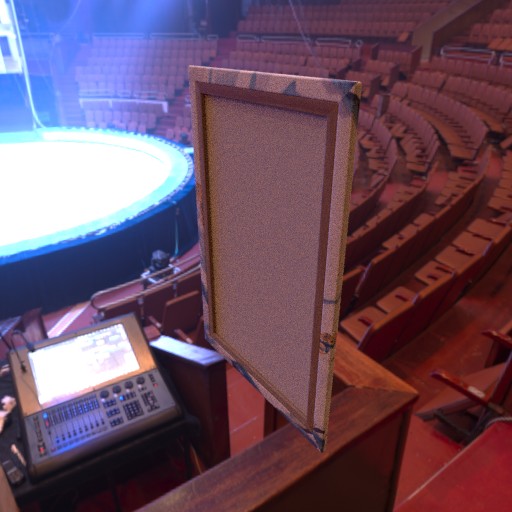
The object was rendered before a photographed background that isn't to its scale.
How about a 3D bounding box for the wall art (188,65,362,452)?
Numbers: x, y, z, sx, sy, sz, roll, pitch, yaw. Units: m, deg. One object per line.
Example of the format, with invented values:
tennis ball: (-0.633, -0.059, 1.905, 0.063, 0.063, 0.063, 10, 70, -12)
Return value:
wall art: (0.000, 0.000, 1.189, 0.016, 0.914, 0.610, -18, 31, -32)
